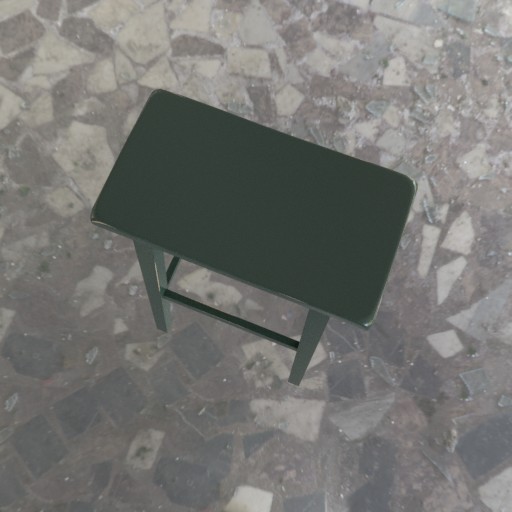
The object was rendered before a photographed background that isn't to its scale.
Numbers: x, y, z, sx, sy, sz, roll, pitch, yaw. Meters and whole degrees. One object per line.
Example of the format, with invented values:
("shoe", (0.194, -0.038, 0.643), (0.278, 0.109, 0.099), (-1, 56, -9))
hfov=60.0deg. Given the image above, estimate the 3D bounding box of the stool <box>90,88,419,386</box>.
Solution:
("stool", (0.000, 0.000, 1.019), (0.457, 0.737, 0.476), (21, 77, 5))
